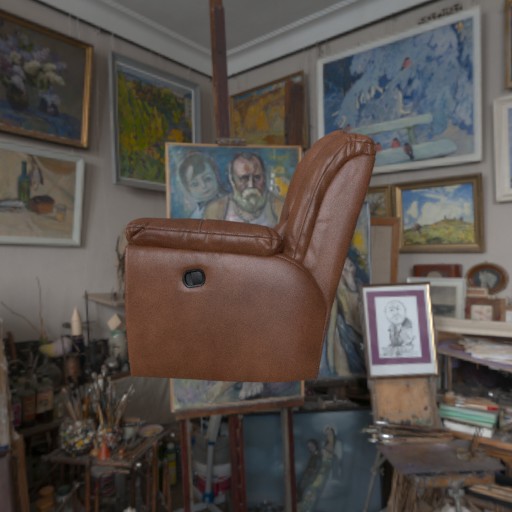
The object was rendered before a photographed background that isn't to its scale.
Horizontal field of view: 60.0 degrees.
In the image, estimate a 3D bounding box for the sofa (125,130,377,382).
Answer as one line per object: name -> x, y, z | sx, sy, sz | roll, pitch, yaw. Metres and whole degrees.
sofa -> 0.000, 0.000, 2.617 | 0.991, 1.043, 2.058 | 0, -1, 2
